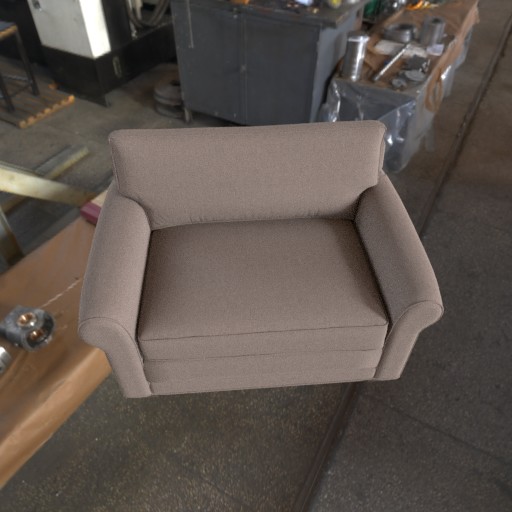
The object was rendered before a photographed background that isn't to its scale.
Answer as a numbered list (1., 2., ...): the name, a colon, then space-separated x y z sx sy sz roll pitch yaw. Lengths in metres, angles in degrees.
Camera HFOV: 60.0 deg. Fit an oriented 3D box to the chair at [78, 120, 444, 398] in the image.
1. chair: 0.000 0.000 1.998 1.390 0.930 0.930 -3 45 -3
